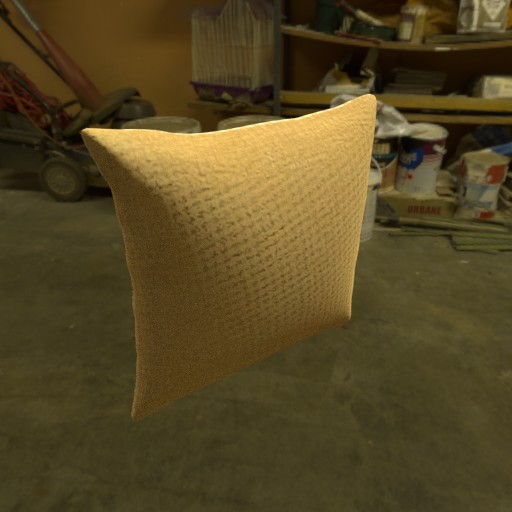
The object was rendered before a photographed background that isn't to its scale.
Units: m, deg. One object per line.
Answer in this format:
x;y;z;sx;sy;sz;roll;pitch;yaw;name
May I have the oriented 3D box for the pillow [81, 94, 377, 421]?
0.000;0.000;0.632;0.419;0.407;0.173;-18;33;-29;pillow
